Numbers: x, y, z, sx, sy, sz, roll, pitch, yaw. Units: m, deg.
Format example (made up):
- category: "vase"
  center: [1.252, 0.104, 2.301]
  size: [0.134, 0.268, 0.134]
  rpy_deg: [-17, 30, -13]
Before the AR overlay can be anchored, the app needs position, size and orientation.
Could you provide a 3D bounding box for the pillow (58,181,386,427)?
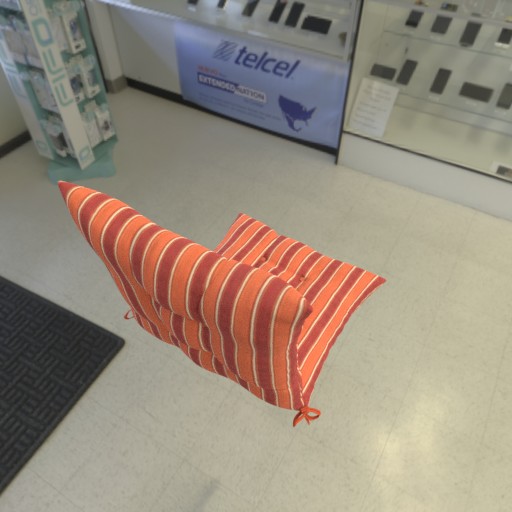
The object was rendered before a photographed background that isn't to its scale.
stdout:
- category: "pillow"
  center: [0.000, 0.000, 1.014]
  size: [0.541, 0.536, 0.585]
  rpy_deg: [26, 53, 22]
